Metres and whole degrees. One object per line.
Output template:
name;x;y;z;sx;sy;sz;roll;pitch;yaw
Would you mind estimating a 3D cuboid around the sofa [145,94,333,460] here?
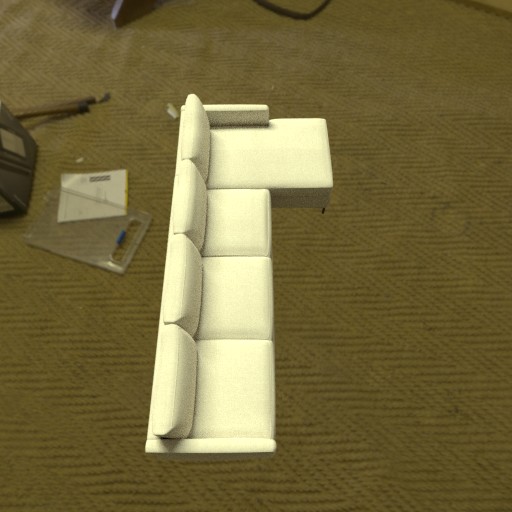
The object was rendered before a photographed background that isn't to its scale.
sofa;0.000;0.000;2.921;1.126;0.677;2.445;0;62;0
